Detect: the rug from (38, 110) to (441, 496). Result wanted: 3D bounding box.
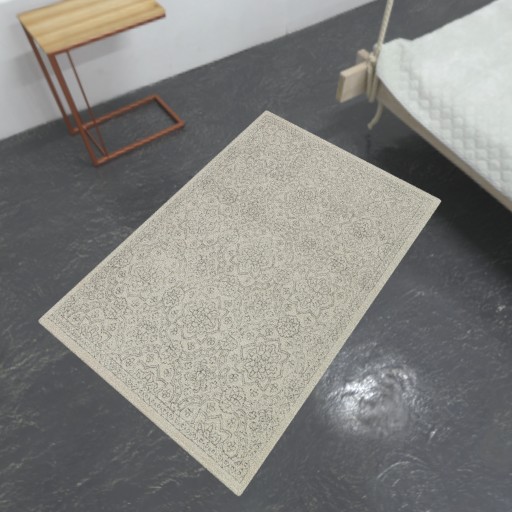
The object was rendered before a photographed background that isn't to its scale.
[{"bbox_3d":[0.000,0.000,2.864,1.524,0.011,2.286,33,64,18],"label":"rug"}]
